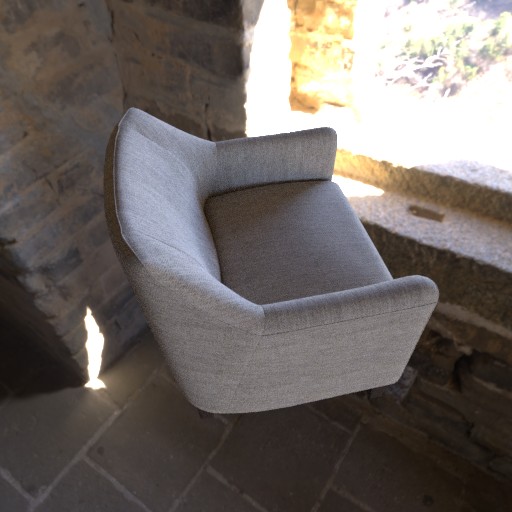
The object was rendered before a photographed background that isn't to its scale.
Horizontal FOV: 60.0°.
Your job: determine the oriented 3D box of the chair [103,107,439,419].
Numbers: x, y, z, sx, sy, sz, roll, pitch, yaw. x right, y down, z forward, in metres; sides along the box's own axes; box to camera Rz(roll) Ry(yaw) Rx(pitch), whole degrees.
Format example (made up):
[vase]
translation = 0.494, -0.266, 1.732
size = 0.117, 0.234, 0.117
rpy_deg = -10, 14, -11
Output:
[chair]
translation = 0.000, 0.000, 1.389
size = 0.758, 0.761, 0.796
rpy_deg = -9, 48, -9
